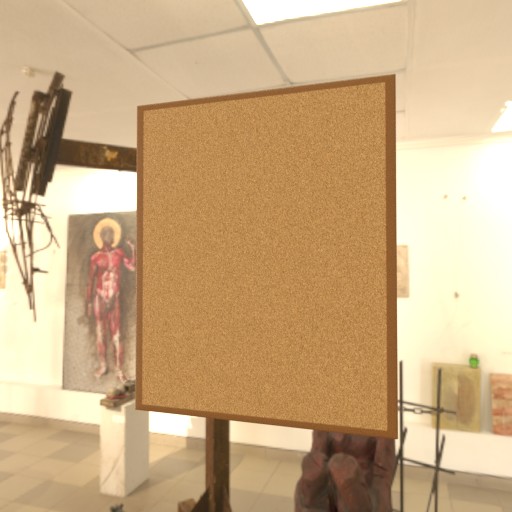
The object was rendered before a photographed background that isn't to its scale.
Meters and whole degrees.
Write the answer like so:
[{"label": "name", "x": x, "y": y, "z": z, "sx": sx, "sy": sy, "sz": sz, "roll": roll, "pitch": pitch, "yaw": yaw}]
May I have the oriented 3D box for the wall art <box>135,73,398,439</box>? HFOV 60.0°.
[{"label": "wall art", "x": 0.000, "y": 0.000, "z": 0.511, "sx": 0.310, "sy": 0.379, "sz": 0.015, "roll": 0, "pitch": -1, "yaw": 18}]
